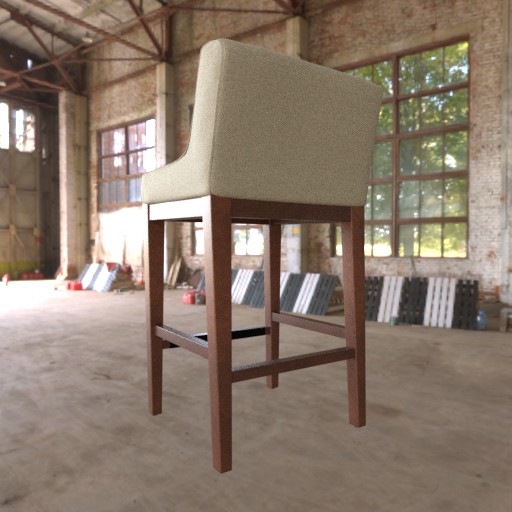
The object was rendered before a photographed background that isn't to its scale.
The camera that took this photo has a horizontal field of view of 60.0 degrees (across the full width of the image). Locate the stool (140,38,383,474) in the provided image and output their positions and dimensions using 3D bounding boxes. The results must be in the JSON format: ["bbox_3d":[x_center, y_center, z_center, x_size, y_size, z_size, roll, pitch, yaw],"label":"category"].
[{"bbox_3d":[0.000,0.000,1.244,0.511,0.937,0.500,-1,2,-34],"label":"stool"}]
